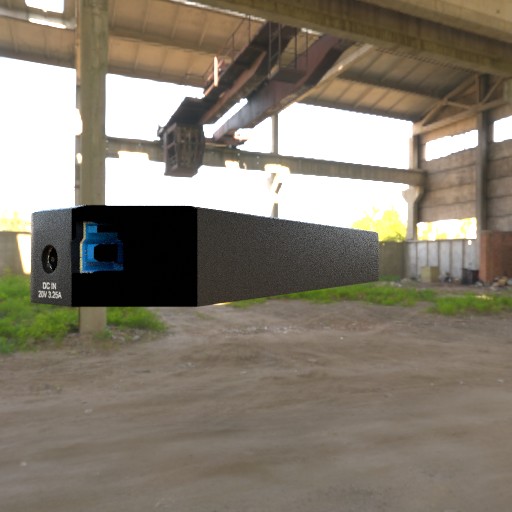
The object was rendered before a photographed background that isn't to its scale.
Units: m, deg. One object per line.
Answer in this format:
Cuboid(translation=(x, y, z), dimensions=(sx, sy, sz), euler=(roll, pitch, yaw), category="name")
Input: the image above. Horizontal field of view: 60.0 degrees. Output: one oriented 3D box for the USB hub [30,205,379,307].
Cuboid(translation=(0.000, 0.000, 0.159), dimensions=(0.044, 0.023, 0.145), euler=(0, 0, 34), category="USB hub")
